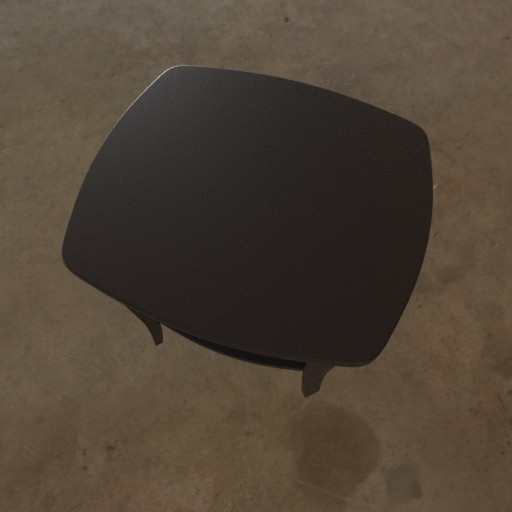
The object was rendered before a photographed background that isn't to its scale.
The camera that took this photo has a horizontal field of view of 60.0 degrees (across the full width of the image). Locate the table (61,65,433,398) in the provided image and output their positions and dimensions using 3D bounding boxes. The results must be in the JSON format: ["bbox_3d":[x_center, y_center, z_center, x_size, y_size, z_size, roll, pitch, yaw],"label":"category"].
[{"bbox_3d":[0.000,0.000,0.855,0.508,0.457,0.457,17,66,8],"label":"table"}]
